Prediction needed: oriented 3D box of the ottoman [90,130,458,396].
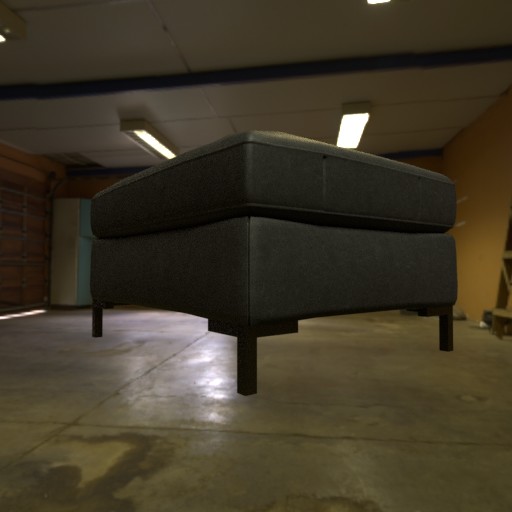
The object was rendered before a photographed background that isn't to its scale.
[{"bbox_3d":[0.000,0.000,1.780,0.967,0.696,1.187,1,-2,-38],"label":"ottoman"}]
